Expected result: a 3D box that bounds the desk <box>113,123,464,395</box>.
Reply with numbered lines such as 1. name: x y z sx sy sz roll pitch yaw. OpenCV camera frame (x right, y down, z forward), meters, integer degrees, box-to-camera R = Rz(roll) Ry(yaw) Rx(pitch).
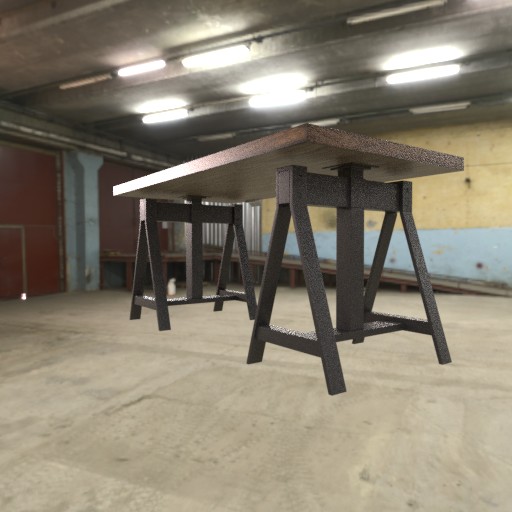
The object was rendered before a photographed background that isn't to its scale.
1. desk: 0.000 0.000 1.999 0.784 0.725 1.543 -1 2 -36
